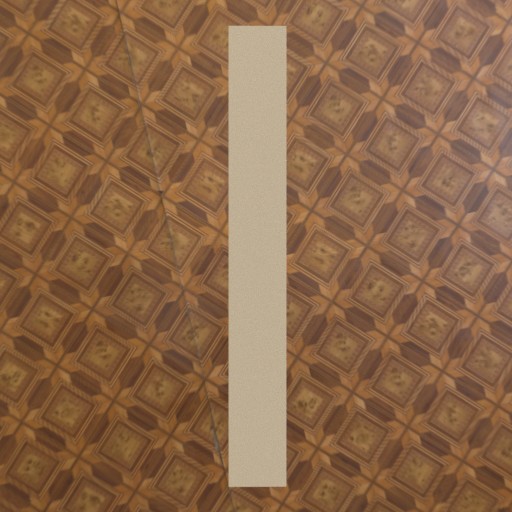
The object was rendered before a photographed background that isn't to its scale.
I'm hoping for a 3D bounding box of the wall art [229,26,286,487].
[{"bbox_3d":[0.000,0.000,0.446,0.038,0.304,0.305,0,90,0],"label":"wall art"}]
